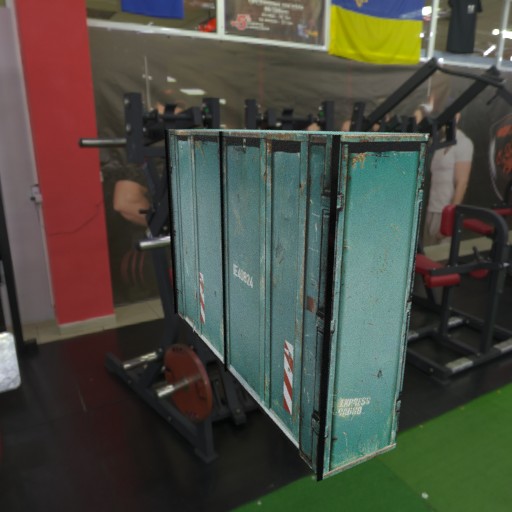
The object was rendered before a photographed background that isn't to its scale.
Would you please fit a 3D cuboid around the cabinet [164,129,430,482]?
[{"bbox_3d":[0.000,0.000,3.975,0.680,2.160,3.001,-8,18,-26],"label":"cabinet"}]
